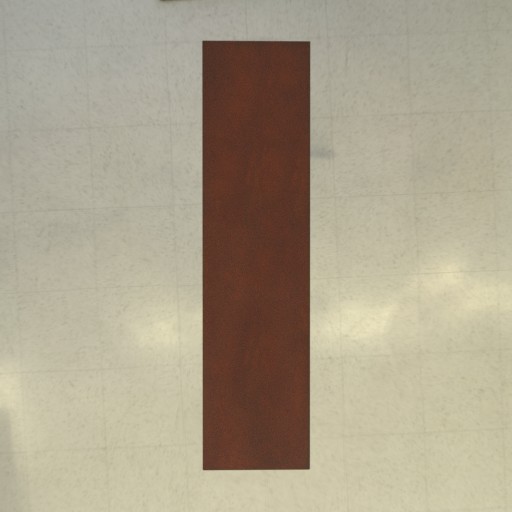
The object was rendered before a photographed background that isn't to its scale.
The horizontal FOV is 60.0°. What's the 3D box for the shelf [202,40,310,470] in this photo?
[{"bbox_3d":[0.000,0.000,0.670,0.152,0.088,0.607,0,90,-1],"label":"shelf"}]
